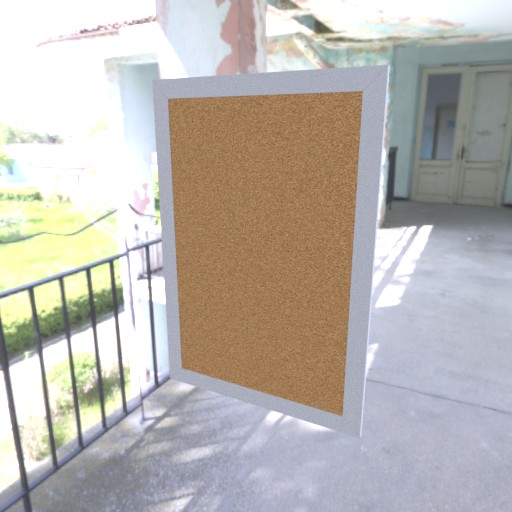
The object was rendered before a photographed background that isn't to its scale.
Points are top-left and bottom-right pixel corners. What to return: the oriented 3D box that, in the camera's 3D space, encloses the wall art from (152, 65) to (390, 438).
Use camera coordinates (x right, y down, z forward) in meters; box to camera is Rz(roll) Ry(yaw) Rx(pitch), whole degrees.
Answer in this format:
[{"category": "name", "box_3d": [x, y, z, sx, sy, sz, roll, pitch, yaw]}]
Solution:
[{"category": "wall art", "box_3d": [0.000, 0.000, 0.860, 0.454, 0.659, 0.011, 8, 18, 27]}]
